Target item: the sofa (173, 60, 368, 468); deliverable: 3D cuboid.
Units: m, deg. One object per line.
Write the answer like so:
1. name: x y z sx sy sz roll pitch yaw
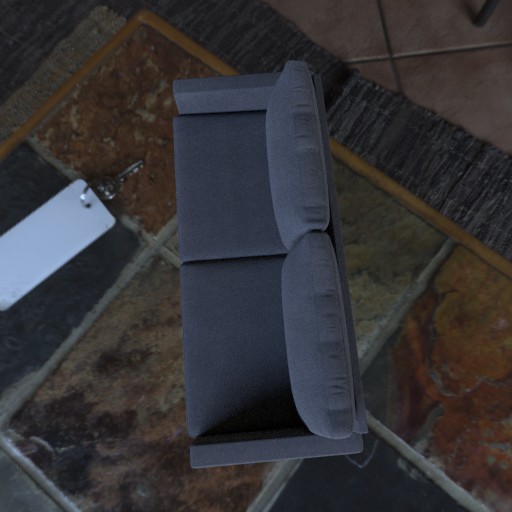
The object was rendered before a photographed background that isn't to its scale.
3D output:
1. sofa: 0.000 0.000 2.526 0.880 0.880 2.100 -5 77 -1
